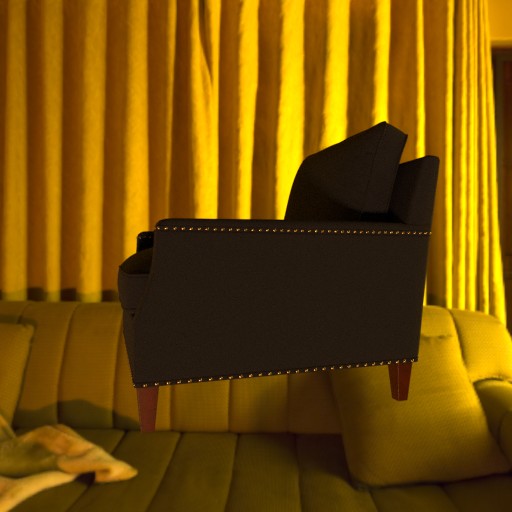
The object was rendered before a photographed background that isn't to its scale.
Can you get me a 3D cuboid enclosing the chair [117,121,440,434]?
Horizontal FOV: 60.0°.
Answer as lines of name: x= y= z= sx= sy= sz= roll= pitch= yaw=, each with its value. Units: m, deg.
chair: x=0.000 y=0.000 z=1.704 sx=1.014 sy=0.943 sz=0.853 roll=0 pitch=0 yaw=-19
